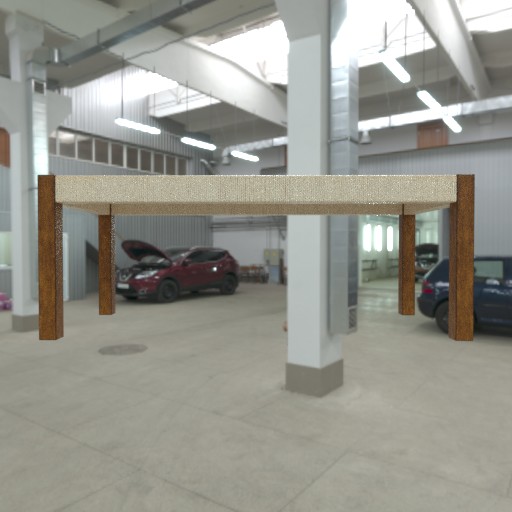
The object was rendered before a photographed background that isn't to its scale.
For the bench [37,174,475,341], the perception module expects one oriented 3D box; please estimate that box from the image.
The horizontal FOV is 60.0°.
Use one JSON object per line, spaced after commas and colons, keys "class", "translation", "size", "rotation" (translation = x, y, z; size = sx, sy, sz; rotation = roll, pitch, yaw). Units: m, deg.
{"class": "bench", "translation": [0.000, 0.000, 1.471], "size": [1.198, 0.457, 0.507], "rotation": [0, 1, 0]}
